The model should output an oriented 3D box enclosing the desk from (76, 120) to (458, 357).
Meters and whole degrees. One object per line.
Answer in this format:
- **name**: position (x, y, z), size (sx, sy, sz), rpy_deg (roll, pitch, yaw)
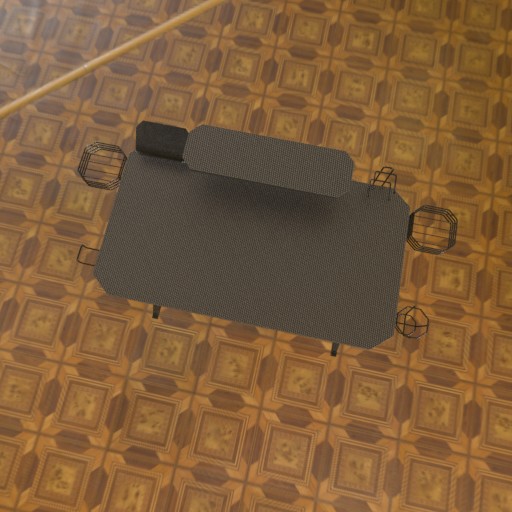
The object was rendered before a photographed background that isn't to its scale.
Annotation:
- **desk**: position (0.000, 0.000, 1.728), size (1.290, 0.880, 0.580), rpy_deg (11, 76, 3)
